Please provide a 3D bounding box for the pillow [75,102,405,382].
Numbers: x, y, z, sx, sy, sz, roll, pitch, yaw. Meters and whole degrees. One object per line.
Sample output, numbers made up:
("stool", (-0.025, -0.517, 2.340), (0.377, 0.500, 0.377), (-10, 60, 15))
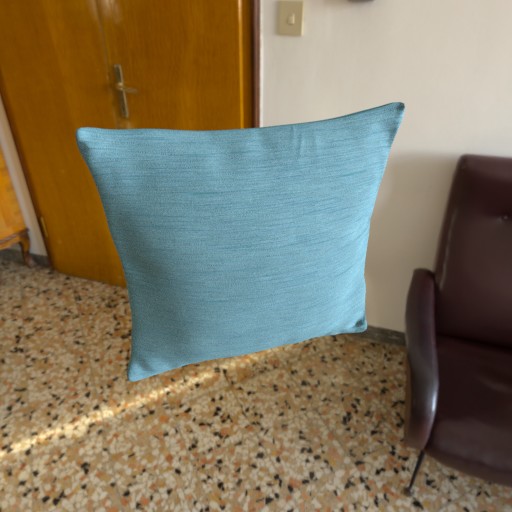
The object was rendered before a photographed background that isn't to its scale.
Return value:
("pillow", (0.000, 0.000, 0.660), (0.433, 0.415, 0.151), (-9, 33, -14))
